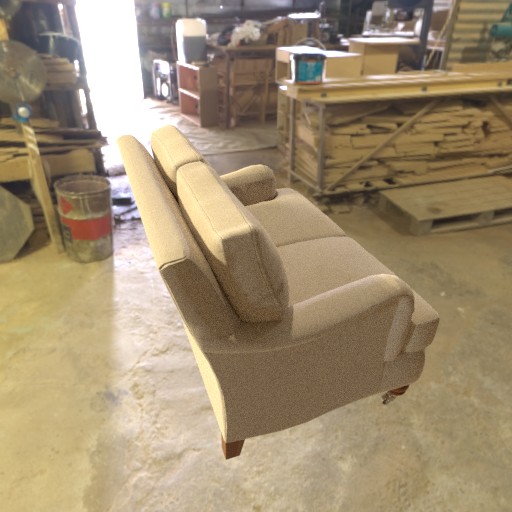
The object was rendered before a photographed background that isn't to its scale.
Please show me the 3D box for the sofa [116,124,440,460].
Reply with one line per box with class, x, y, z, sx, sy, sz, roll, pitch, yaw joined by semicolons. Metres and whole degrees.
sofa;0.000;0.000;2.183;1.087;1.048;1.508;-10;32;-17
